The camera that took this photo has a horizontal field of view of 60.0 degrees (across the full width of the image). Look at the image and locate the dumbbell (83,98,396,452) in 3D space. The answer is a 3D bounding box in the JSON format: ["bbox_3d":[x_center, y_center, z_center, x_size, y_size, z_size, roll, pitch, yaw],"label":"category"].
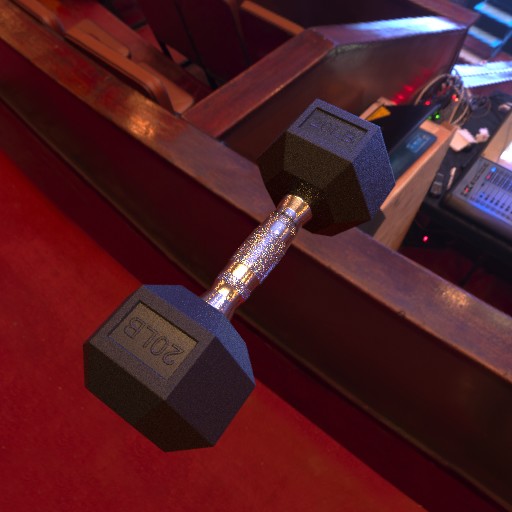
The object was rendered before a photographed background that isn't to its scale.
[{"bbox_3d":[0.000,0.000,0.318,0.106,0.092,0.272,31,64,17],"label":"dumbbell"}]
